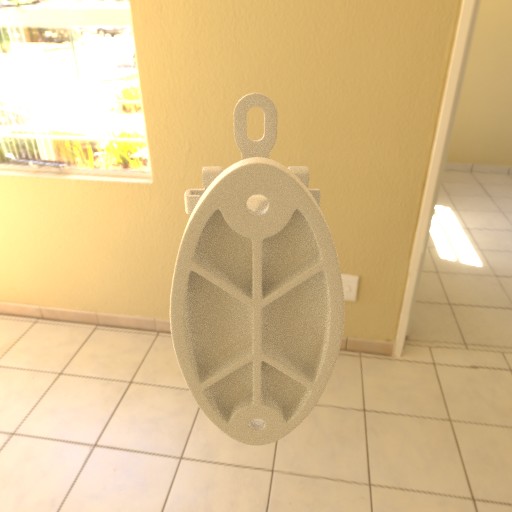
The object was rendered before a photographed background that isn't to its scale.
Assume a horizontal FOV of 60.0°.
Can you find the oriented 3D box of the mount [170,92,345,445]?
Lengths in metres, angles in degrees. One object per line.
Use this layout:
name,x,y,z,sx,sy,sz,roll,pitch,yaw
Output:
mount,0.000,0.000,0.179,0.066,0.118,0.100,0,29,0
